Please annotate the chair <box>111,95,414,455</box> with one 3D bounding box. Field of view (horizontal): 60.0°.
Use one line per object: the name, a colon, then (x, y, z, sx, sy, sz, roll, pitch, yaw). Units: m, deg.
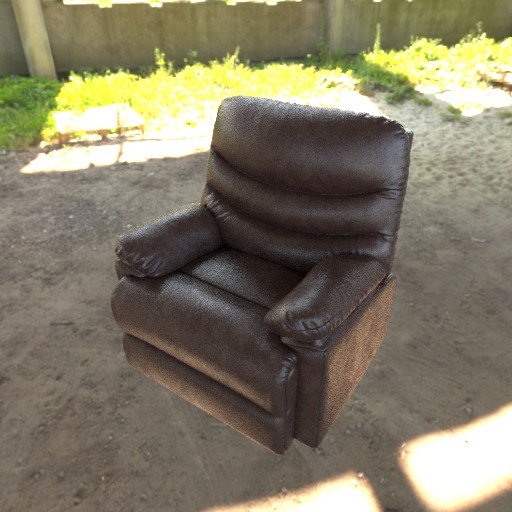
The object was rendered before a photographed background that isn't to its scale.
chair: (0.000, 0.000, 1.716, 0.940, 1.041, 0.879, 20, 36, 29)
